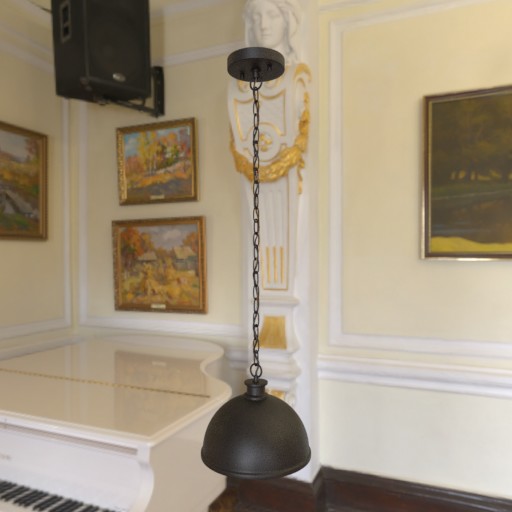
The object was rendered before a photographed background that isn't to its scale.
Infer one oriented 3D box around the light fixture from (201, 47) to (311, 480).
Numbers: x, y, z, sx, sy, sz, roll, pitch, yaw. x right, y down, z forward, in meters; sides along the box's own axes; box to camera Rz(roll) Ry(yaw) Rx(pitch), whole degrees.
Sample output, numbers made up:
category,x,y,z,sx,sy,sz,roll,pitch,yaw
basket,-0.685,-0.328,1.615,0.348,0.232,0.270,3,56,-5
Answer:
category,x,y,z,sx,sy,sz,roll,pitch,yaw
light fixture,0.000,0.000,1.231,0.304,1.090,0.304,0,0,35
